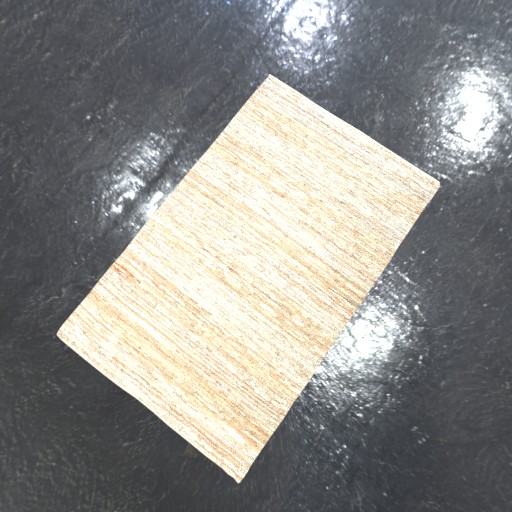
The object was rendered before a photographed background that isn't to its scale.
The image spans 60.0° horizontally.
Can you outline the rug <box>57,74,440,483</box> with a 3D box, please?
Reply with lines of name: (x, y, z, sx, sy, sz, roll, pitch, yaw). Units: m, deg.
rug: (0.000, 0.000, 3.055, 1.529, 0.009, 2.446, 35, 79, 8)
